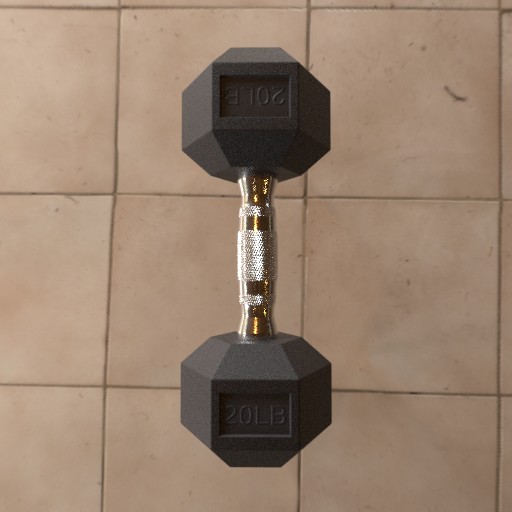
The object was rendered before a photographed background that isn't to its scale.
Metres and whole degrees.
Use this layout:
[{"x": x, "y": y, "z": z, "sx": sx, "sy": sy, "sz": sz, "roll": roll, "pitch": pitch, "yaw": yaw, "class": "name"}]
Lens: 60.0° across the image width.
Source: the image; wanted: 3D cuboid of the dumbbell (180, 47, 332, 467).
[{"x": 0.000, "y": 0.000, "z": 0.344, "sx": 0.116, "sy": 0.101, "sz": 0.297, "roll": 0, "pitch": 89, "yaw": 1, "class": "dumbbell"}]
